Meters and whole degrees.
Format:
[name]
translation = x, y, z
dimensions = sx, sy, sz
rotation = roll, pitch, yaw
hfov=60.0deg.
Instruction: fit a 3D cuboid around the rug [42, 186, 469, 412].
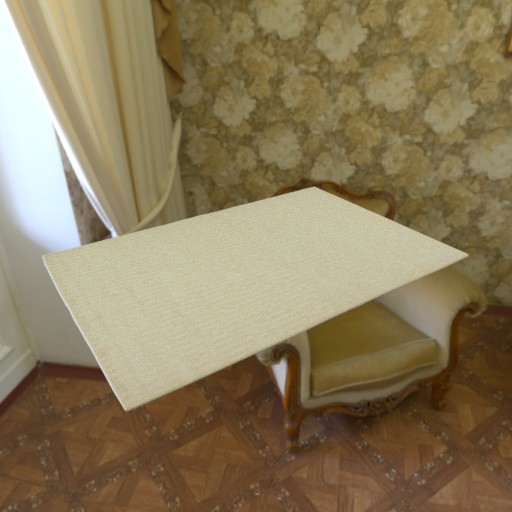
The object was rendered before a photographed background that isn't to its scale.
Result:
[rug]
translation = 0.000, 0.000, 2.288
dimensions = 1.848, 0.014, 1.238
rotation = -18, 34, -29
